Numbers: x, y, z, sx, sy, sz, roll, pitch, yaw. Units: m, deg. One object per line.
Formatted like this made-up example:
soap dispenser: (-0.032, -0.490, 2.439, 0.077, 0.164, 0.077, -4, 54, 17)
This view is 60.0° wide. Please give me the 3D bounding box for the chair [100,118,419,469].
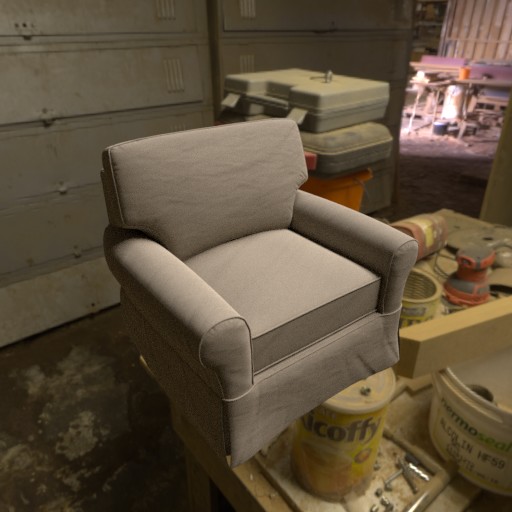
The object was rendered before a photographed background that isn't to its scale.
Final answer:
chair: (0.000, 0.000, 1.943, 1.135, 1.017, 0.988, -19, 34, -32)
